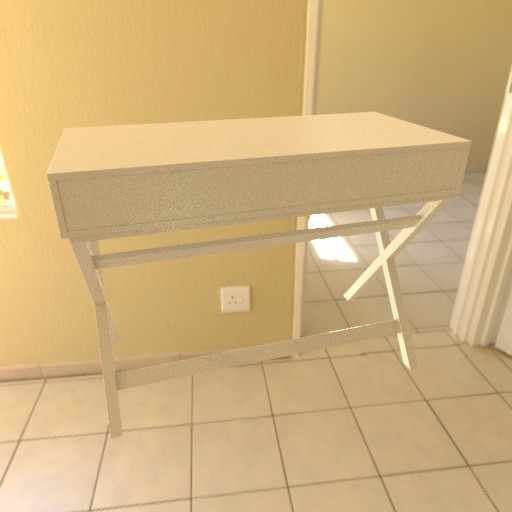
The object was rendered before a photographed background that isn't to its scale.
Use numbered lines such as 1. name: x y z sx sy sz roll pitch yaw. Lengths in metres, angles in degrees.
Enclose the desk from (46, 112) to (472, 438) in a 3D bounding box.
1. desk: 0.000 0.000 1.443 1.059 0.780 0.509 -8 28 -15
